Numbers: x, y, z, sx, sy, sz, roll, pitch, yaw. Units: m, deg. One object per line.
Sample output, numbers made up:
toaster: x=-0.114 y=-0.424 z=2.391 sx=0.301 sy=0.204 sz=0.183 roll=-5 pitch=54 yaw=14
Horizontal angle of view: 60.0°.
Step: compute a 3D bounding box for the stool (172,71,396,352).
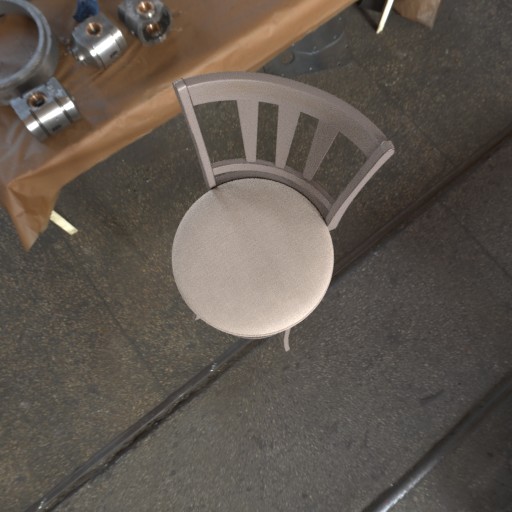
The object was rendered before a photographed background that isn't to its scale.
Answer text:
stool: x=0.000 y=0.000 z=1.273 sx=0.436 sy=1.023 sz=0.475 roll=18 pitch=77 yaw=4
